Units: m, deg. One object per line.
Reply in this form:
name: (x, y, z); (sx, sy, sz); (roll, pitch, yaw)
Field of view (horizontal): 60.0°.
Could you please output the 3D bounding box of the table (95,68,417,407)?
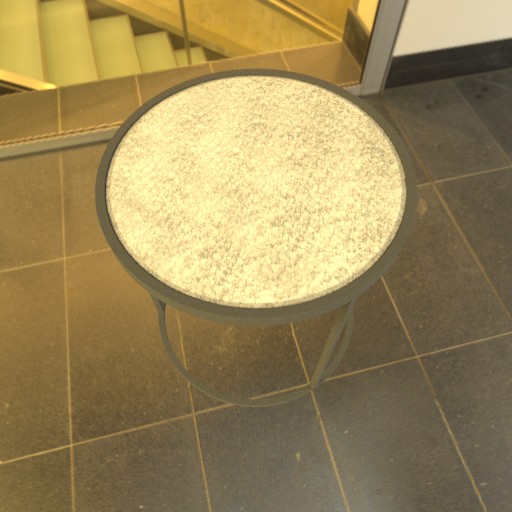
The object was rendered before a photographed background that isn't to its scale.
table: (0.000, 0.000, 0.870); (0.470, 0.498, 0.470); (0, 59, 0)
